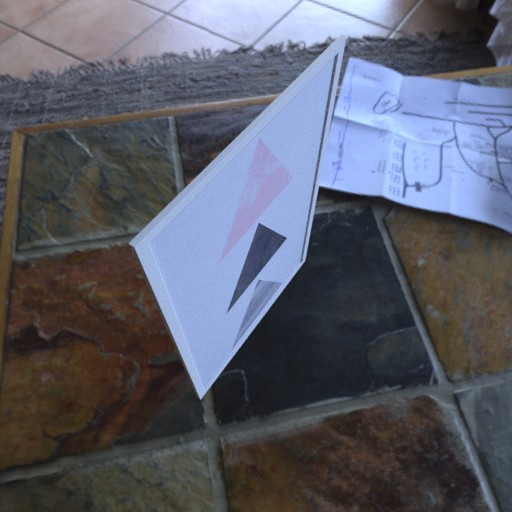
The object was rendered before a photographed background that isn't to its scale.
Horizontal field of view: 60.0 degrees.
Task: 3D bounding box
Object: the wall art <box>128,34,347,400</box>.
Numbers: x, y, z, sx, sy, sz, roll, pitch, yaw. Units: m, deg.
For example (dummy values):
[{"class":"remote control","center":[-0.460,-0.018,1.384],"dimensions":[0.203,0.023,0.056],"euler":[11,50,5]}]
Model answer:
[{"class":"wall art","center":[0.000,0.000,1.214],"dimensions":[0.013,0.940,0.659],"euler":[31,63,17]}]
